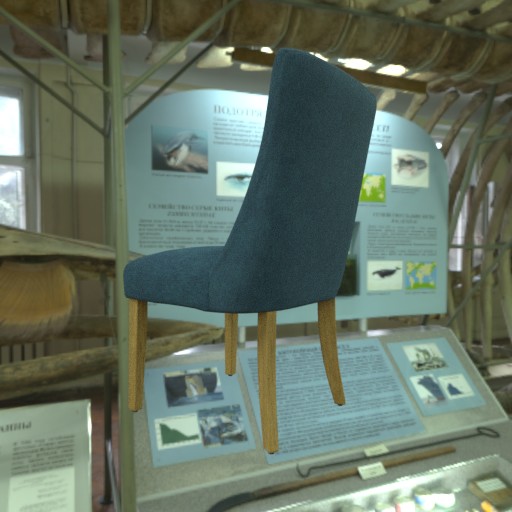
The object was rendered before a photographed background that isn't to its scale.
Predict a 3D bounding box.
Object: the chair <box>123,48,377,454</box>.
[{"bbox_3d":[0.000,0.000,1.266,0.609,0.902,0.495,2,3,37],"label":"chair"}]
